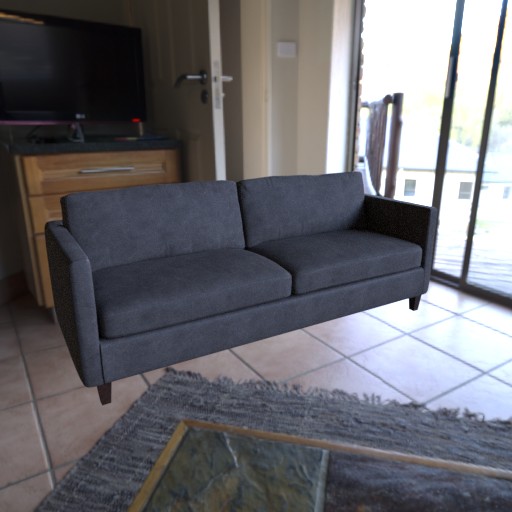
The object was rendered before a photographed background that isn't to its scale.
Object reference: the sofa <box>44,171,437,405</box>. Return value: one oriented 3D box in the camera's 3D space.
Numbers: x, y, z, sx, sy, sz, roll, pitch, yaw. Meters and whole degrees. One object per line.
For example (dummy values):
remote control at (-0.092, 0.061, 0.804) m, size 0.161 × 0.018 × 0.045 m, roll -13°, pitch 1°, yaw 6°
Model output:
sofa at (0.000, 0.000, 2.937) m, size 2.434 × 0.965 × 0.951 m, roll -10°, pitch 20°, yaw -29°
